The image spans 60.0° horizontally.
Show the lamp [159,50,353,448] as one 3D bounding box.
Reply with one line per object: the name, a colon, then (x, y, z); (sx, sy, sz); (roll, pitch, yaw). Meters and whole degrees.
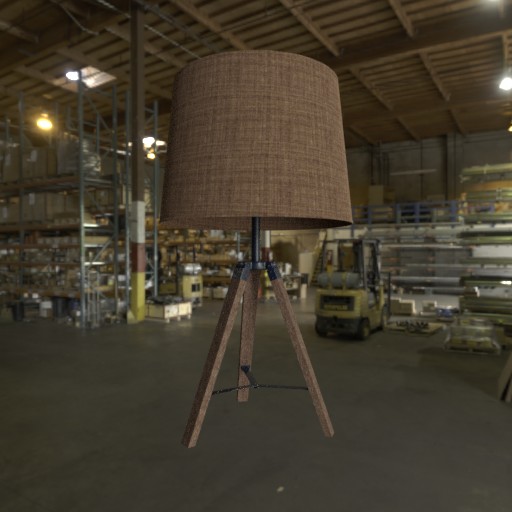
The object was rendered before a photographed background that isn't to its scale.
lamp: (0.000, 0.000, 0.677); (0.290, 0.514, 0.290); (0, 0, 0)
